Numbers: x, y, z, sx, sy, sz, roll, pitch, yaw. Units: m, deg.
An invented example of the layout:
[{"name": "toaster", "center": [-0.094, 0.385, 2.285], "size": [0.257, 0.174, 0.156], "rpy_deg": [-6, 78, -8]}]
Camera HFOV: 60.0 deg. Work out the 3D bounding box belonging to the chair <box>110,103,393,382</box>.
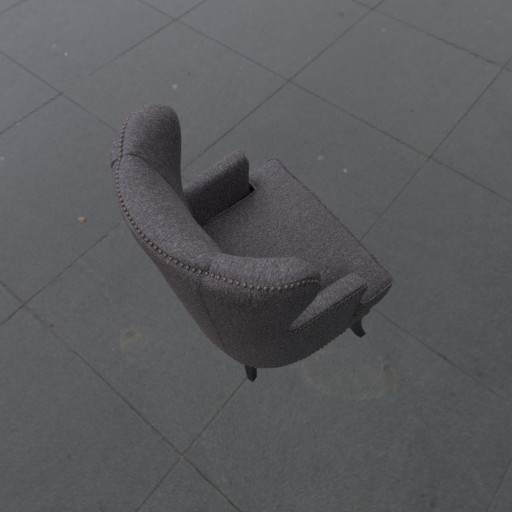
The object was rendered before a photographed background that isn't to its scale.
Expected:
[{"name": "chair", "center": [0.000, 0.000, 1.632], "size": [0.758, 1.060, 0.759], "rpy_deg": [-32, 65, -17]}]
